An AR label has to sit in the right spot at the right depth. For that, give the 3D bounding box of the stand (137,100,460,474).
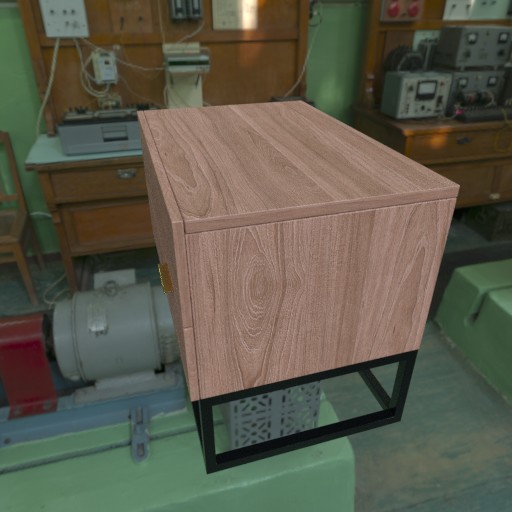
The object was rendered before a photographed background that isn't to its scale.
[{"bbox_3d":[0.000,0.000,0.947,0.420,0.500,0.600,-9,32,-14],"label":"stand"}]
